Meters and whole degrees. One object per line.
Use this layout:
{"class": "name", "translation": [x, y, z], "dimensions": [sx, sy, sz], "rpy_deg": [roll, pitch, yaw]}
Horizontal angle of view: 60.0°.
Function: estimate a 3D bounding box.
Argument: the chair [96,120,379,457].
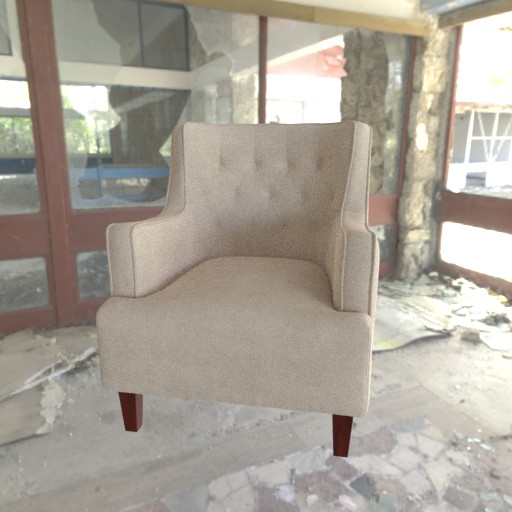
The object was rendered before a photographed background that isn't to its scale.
{"class": "chair", "translation": [0.000, 0.000, 1.539], "dimensions": [0.781, 0.920, 0.910], "rpy_deg": [3, 14, 10]}
